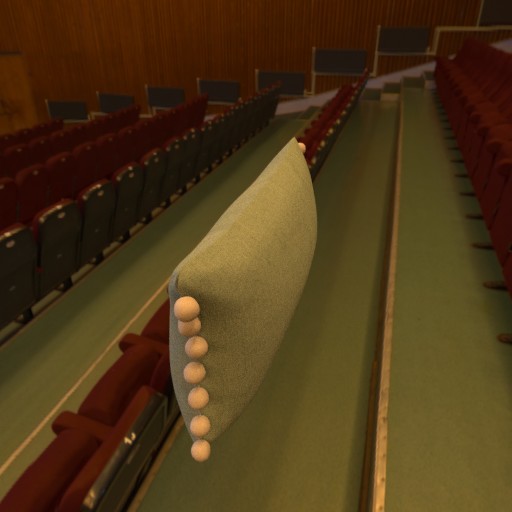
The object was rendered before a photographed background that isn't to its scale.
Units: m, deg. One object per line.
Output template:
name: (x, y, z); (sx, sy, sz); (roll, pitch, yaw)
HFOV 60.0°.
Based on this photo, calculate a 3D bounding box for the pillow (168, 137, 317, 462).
pillow: (0.000, 0.000, 0.849); (0.201, 0.322, 0.709); (8, 31, 14)
